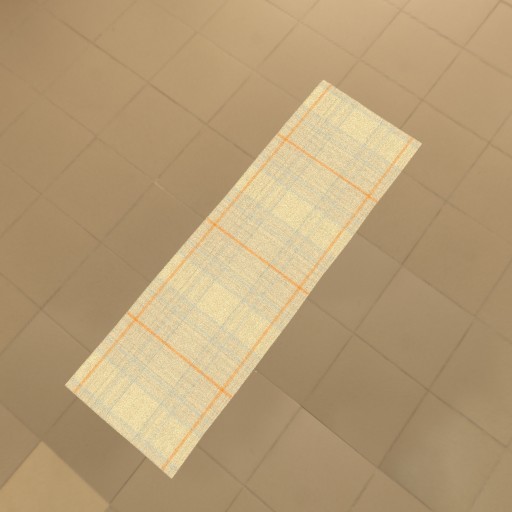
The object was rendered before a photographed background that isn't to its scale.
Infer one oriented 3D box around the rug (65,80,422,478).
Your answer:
[{"bbox_3d":[0.000,0.000,2.616,0.770,0.016,2.442,37,78,9],"label":"rug"}]
